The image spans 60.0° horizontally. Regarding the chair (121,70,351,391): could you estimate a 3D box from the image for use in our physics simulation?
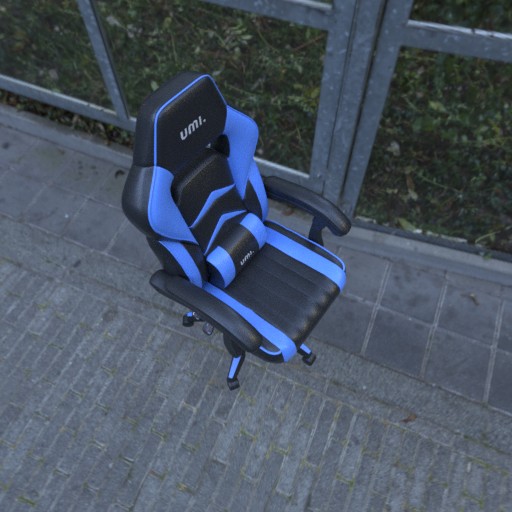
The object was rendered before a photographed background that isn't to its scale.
[{"bbox_3d":[0.000,0.000,1.721,0.700,1.280,0.700,32,63,19],"label":"chair"}]
